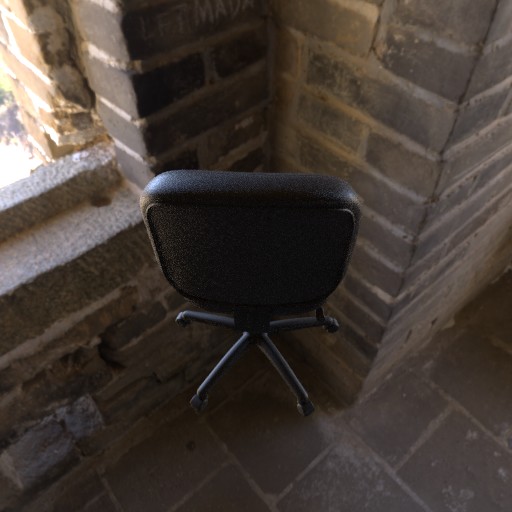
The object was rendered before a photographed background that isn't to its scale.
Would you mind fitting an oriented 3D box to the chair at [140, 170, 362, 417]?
[{"bbox_3d":[0.000,0.000,1.373,0.647,0.959,0.646,2,45,2],"label":"chair"}]
